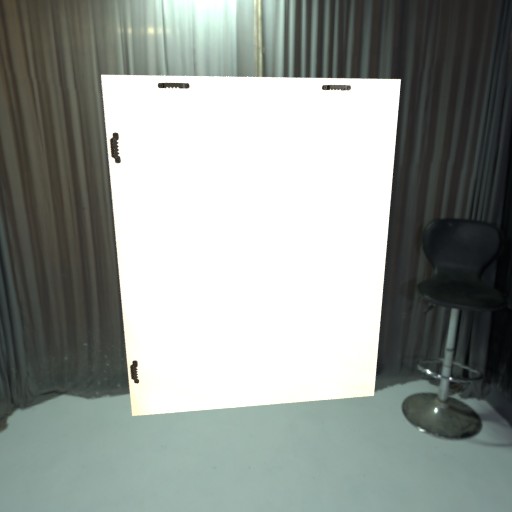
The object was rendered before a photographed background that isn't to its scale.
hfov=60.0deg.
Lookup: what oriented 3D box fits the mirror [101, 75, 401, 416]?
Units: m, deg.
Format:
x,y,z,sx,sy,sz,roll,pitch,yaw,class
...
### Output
x,y,z,sx,sy,sz,roll,pitch,yaw,class
0.000,0.000,0.680,0.406,0.509,0.041,-2,16,-8,mirror
